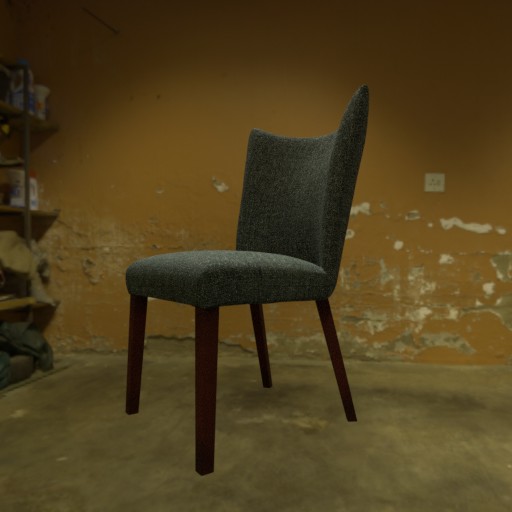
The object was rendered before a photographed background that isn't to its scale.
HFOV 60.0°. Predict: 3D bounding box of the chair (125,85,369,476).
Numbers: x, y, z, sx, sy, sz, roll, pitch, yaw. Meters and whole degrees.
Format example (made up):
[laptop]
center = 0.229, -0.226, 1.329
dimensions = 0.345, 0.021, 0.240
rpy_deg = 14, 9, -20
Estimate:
[chair]
center = 0.000, 0.000, 1.297
dimensions = 0.623, 0.924, 0.535
rpy_deg = 0, 0, -35
